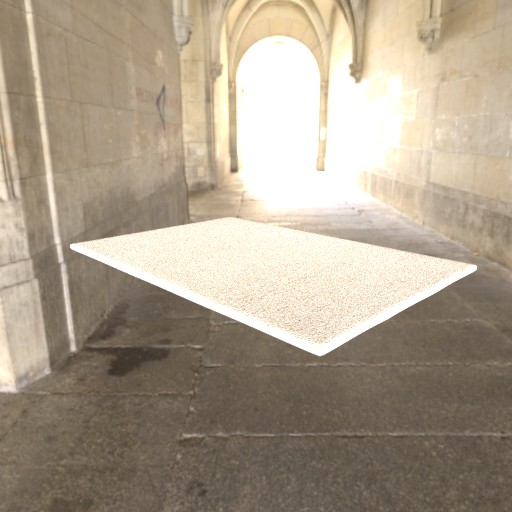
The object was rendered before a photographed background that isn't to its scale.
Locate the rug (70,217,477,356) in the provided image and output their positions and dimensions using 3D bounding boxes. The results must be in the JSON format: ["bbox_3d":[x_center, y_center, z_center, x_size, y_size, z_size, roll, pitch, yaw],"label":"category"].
[{"bbox_3d":[0.000,0.000,2.314,1.219,0.030,1.778,-15,21,-43],"label":"rug"}]
